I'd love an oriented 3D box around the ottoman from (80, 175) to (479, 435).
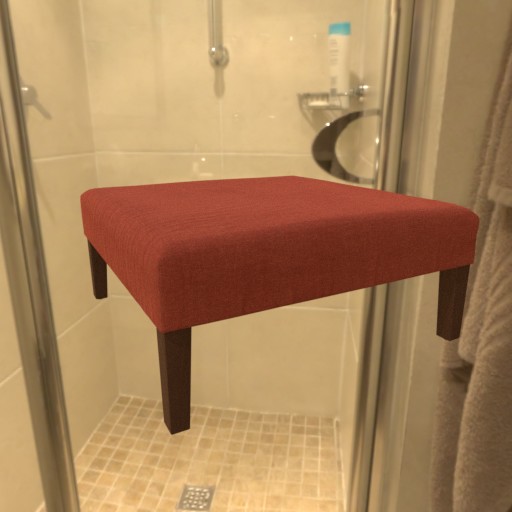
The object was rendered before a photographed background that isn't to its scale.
[{"bbox_3d":[0.000,0.000,1.391,0.890,0.411,0.889,-9,19,-28],"label":"ottoman"}]
